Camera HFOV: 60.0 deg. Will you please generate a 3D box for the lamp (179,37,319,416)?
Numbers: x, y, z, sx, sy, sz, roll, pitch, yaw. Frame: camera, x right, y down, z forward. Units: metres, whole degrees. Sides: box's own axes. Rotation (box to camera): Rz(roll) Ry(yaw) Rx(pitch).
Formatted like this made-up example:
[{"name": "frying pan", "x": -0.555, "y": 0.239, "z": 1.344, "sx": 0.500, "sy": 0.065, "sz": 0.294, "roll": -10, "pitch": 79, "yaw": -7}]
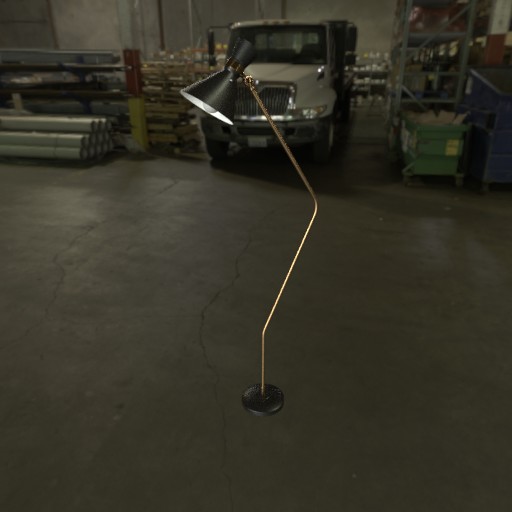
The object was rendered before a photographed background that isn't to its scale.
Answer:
[{"name": "lamp", "x": 0.000, "y": 0.000, "z": 1.625, "sx": 0.467, "sy": 1.438, "sz": 0.277, "roll": 1, "pitch": 24, "yaw": 1}]
